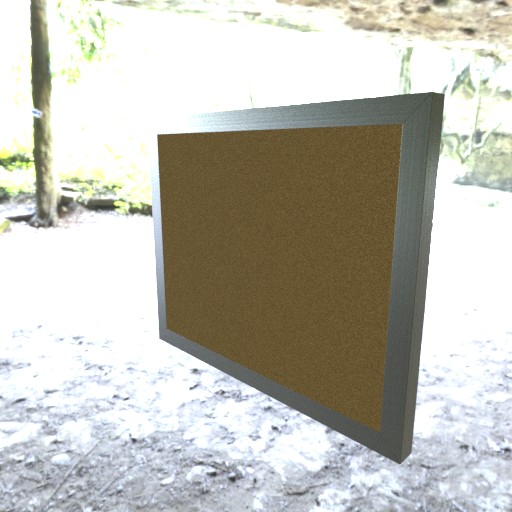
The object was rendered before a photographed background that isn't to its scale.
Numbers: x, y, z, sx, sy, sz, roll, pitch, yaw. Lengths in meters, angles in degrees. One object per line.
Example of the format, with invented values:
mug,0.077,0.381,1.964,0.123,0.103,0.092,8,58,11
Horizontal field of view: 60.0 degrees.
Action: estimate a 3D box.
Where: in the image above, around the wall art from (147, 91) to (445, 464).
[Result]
wall art,0.000,0.000,0.722,0.557,0.456,0.032,13,19,43
